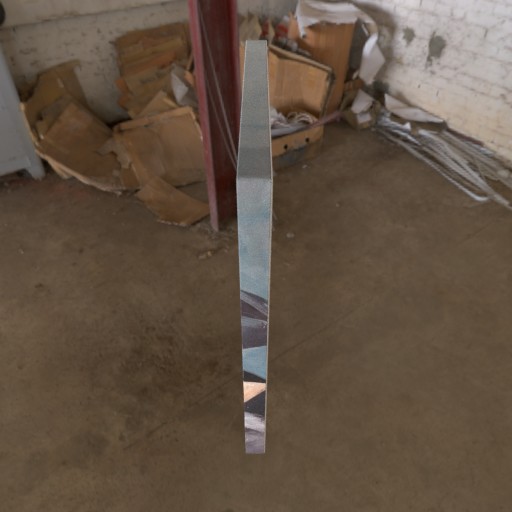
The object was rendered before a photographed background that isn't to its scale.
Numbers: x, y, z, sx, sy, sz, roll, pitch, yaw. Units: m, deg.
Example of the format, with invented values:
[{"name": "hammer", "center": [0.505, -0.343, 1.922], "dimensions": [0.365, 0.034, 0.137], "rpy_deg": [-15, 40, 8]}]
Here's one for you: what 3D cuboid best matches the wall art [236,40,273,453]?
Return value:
[{"name": "wall art", "center": [0.000, 0.000, 0.812], "dimensions": [0.037, 0.613, 0.455], "rpy_deg": [0, 42, 0]}]
